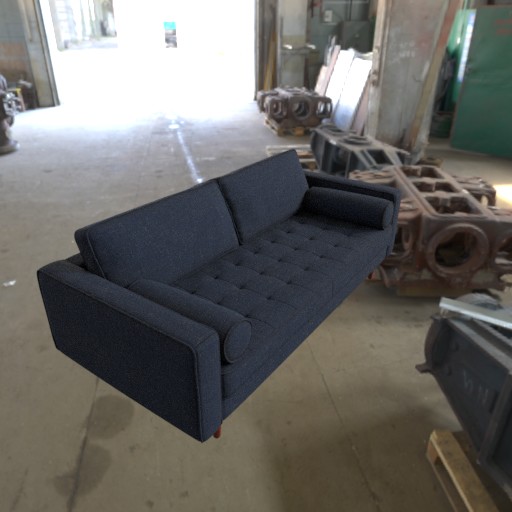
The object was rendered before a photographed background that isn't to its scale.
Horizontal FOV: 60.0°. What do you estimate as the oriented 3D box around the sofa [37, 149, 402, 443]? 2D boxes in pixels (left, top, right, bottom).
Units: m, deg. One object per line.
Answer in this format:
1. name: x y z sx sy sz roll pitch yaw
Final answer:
1. sofa: 0.000 0.000 2.345 0.914 0.762 1.880 18 32 31
